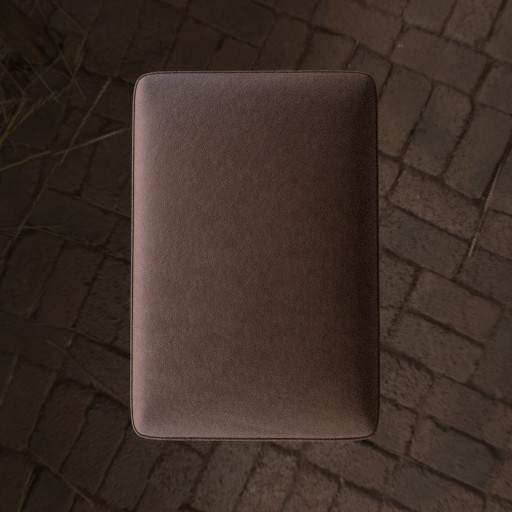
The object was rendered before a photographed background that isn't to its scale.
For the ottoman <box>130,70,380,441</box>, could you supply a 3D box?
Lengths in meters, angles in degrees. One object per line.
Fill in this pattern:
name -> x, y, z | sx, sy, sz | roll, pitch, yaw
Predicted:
ottoman -> 0.000, 0.000, 1.198 | 0.584, 0.483, 0.864 | 0, 88, 1
